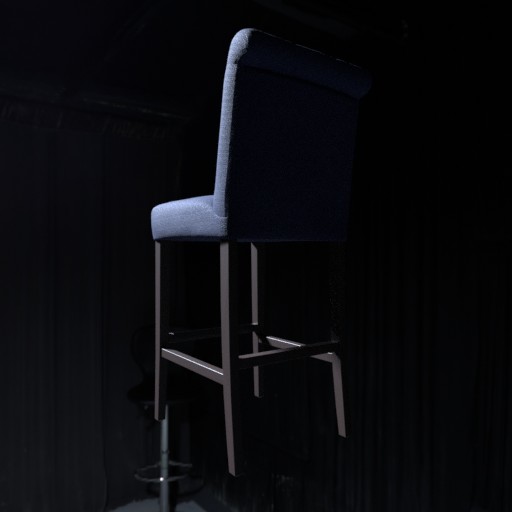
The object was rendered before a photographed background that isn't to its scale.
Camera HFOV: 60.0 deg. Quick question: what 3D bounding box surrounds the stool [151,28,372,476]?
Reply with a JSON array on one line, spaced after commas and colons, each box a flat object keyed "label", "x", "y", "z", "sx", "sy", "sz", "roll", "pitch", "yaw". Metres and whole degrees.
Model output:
[{"label": "stool", "x": 0.000, "y": 0.000, "z": 1.437, "sx": 0.493, "sy": 1.140, "sz": 0.601, "roll": 0, "pitch": 1, "yaw": -36}]
